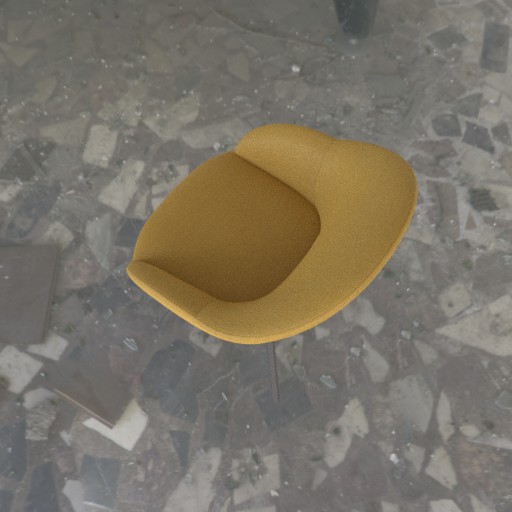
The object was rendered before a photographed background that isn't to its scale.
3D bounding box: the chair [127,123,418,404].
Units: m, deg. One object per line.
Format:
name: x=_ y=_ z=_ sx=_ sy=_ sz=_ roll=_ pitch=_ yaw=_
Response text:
chair: x=0.000 y=0.000 z=1.174 sx=0.583 sy=0.793 sz=0.551 roll=32 pitch=69 yaw=14
